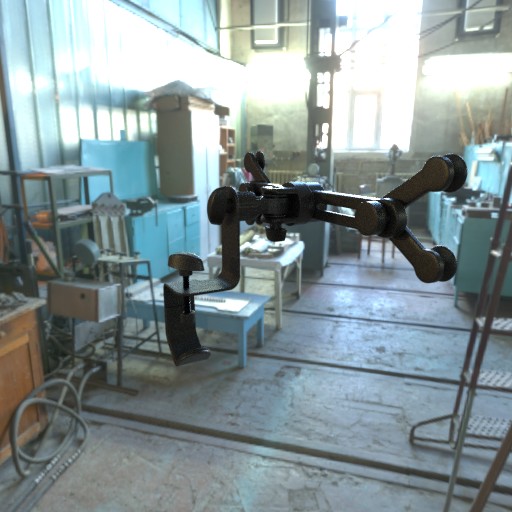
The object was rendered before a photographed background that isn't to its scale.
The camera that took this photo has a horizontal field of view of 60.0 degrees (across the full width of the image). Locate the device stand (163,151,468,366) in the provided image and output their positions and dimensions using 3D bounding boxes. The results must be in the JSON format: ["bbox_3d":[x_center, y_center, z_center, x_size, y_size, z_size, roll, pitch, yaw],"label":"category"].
[{"bbox_3d":[0.000,0.000,0.364,0.142,0.166,0.270,-7,15,-27],"label":"device stand"}]
